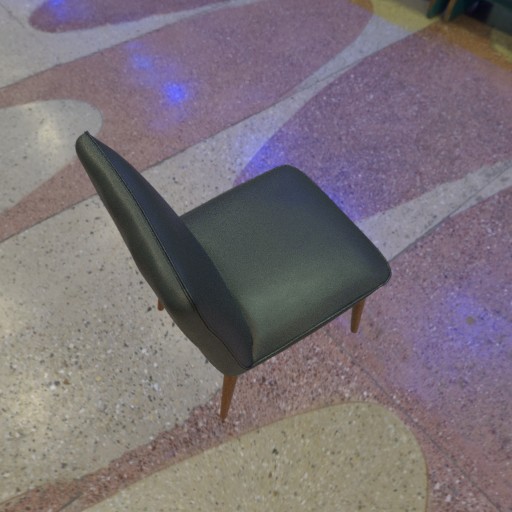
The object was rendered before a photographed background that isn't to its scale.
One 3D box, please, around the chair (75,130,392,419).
[{"bbox_3d":[0.000,0.000,1.212,0.645,0.801,0.543,-32,62,-20],"label":"chair"}]
